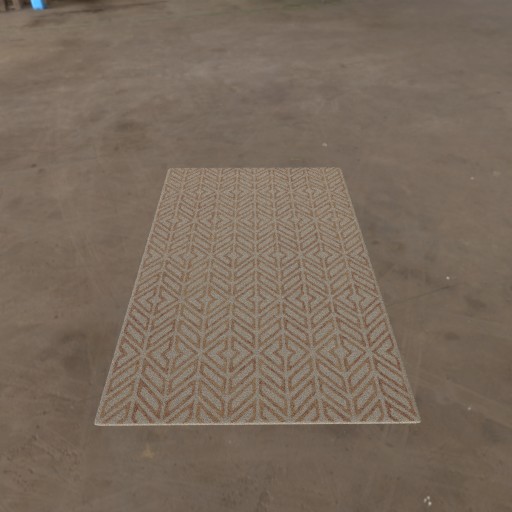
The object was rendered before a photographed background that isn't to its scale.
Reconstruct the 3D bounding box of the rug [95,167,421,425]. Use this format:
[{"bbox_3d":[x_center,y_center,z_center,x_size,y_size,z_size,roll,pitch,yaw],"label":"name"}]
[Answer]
[{"bbox_3d":[0.000,0.000,2.991,1.523,0.008,2.438,0,40,0],"label":"rug"}]
